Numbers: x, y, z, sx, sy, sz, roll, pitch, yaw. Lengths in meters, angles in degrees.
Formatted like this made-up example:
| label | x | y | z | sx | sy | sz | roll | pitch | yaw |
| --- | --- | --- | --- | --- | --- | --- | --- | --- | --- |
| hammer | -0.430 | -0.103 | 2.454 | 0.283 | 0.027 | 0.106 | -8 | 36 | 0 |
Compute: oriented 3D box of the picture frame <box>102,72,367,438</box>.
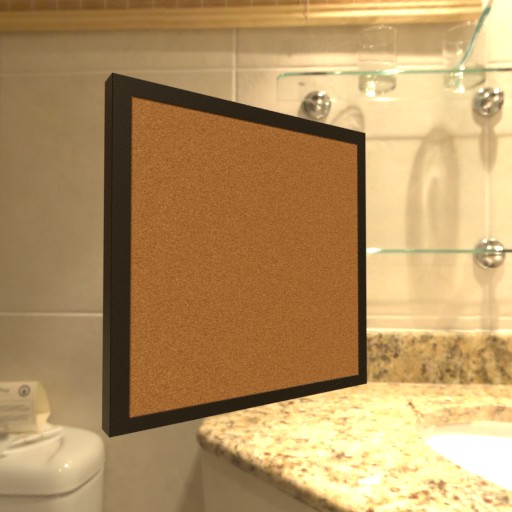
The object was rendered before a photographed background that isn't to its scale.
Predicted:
| label | x | y | z | sx | sy | sz | roll | pitch | yaw |
| --- | --- | --- | --- | --- | --- | --- | --- | --- | --- |
| picture frame | 0.000 | 0.000 | 0.538 | 0.355 | 0.353 | 0.029 | 1 | -2 | -34 |
